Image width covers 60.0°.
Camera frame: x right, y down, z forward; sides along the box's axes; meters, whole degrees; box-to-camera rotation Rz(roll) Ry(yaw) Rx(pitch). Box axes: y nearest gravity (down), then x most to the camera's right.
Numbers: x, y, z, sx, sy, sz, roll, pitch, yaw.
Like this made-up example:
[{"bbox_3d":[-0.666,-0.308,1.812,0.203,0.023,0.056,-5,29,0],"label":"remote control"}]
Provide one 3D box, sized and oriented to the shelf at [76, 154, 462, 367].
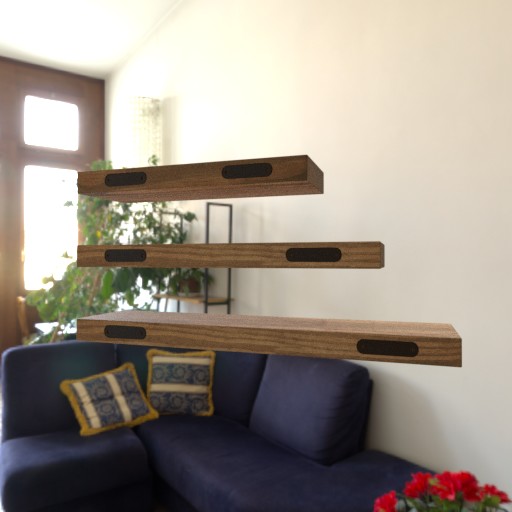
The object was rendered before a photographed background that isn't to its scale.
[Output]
[{"bbox_3d":[0.000,0.000,0.738,0.610,0.293,0.140,0,-1,18],"label":"shelf"}]
